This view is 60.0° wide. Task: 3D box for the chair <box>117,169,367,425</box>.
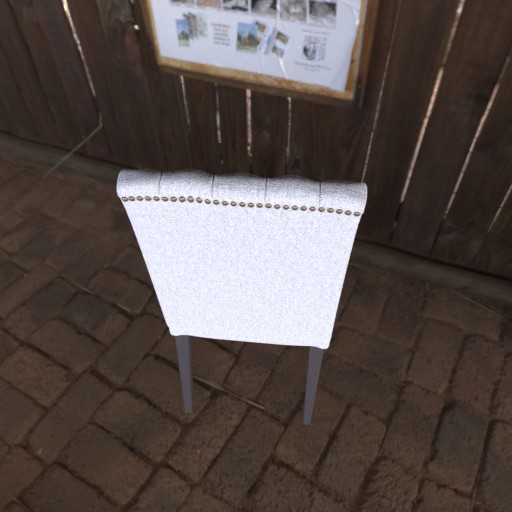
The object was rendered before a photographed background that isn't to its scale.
[{"bbox_3d":[0.000,0.000,1.396,0.511,1.016,0.647,4,46,4],"label":"chair"}]
